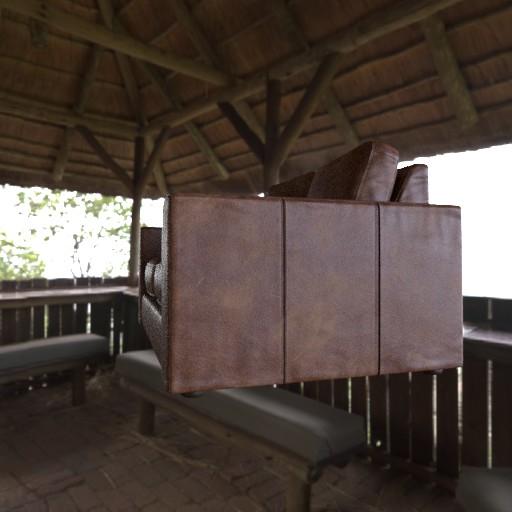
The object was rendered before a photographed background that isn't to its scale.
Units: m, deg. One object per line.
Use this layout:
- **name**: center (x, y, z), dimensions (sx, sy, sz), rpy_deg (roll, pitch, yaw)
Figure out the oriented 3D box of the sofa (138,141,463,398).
- **sofa**: center (0.000, 0.000, 2.180), dimensions (1.041, 0.889, 1.626), rpy_deg (0, 0, -18)
